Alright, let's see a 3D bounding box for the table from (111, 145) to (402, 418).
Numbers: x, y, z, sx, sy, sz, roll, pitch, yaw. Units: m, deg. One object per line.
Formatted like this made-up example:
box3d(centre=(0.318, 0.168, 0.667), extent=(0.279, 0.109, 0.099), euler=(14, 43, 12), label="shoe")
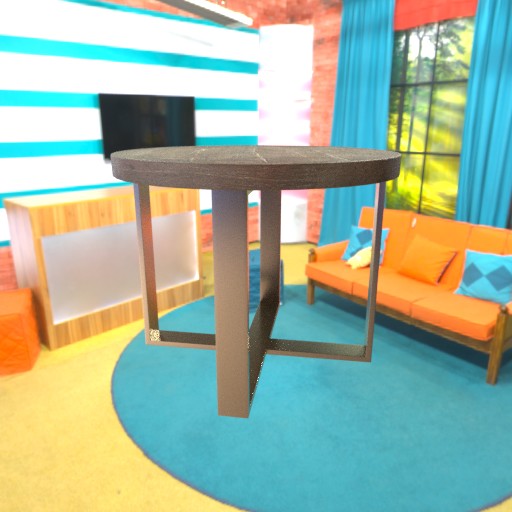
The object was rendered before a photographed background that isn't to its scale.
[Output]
box3d(centre=(0.000, 0.000, 0.952), extent=(0.557, 0.437, 0.557), euler=(0, 17, 0), label="table")
